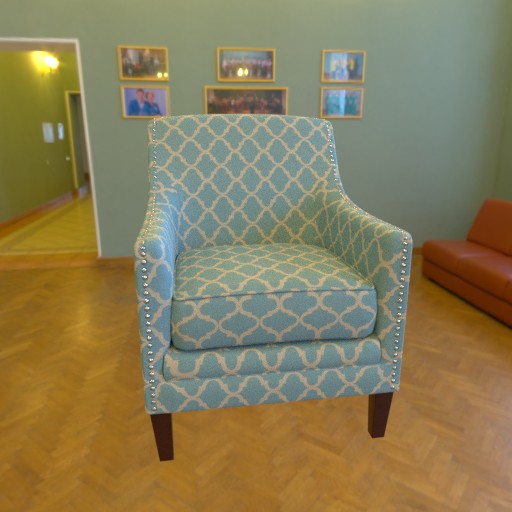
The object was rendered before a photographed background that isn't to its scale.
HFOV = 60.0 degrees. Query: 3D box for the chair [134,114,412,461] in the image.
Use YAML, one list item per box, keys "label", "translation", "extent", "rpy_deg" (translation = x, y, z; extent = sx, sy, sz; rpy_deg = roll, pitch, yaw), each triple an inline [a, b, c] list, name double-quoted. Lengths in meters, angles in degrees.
- label: "chair"
  translation: [0.000, 0.000, 1.298]
  extent: [0.617, 0.817, 0.686]
  rpy_deg: [-2, 16, -9]
